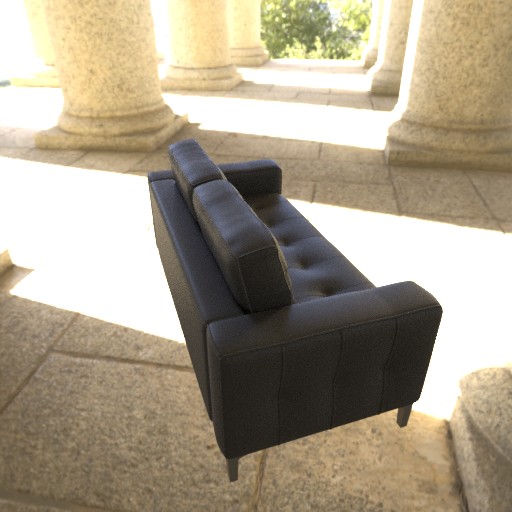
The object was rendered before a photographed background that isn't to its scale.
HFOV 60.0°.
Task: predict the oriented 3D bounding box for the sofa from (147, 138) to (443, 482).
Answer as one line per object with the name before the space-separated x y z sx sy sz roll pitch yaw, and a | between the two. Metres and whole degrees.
sofa | 0.000 0.000 2.196 0.833 0.892 1.726 -10 32 -16
